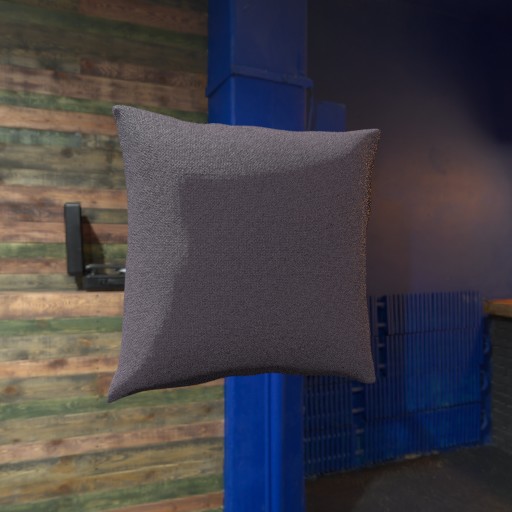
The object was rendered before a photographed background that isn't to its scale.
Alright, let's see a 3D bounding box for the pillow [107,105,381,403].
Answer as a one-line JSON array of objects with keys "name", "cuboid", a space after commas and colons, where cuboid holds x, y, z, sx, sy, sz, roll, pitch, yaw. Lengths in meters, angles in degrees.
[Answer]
[{"name": "pillow", "cuboid": [0.000, 0.000, 0.709, 0.452, 0.439, 0.204, 0, 0, -17]}]
